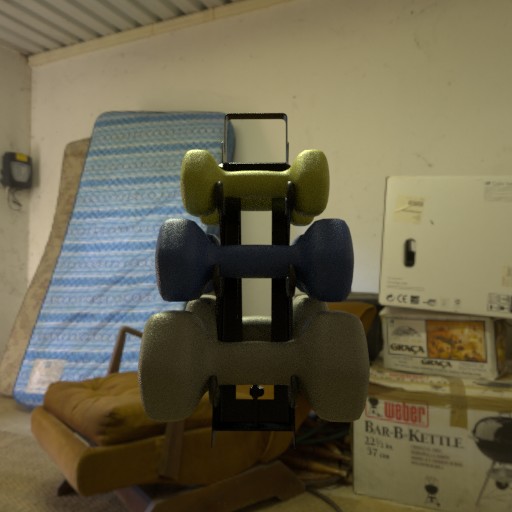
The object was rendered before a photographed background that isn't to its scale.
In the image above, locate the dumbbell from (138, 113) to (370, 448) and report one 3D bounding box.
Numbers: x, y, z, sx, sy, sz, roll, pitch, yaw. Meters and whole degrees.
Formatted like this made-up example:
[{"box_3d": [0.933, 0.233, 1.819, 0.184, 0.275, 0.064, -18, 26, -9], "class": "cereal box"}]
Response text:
[{"box_3d": [0.000, 0.000, 0.670, 0.261, 0.426, 0.416, 0, -1, 1], "class": "dumbbell"}]
